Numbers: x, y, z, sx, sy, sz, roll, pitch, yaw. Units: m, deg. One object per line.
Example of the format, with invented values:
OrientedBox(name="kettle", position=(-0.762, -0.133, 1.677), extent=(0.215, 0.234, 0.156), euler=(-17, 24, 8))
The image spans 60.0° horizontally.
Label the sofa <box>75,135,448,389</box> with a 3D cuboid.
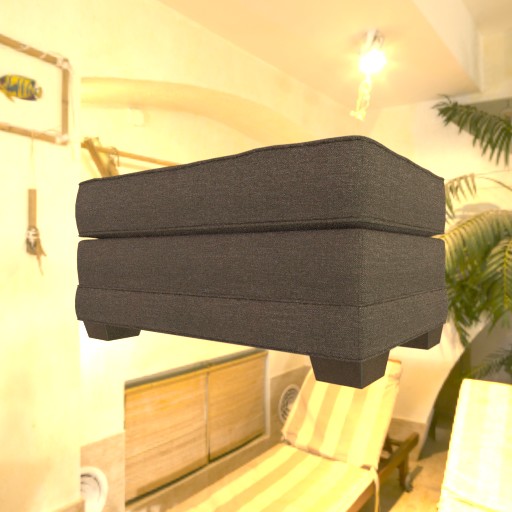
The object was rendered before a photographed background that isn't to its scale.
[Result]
OrientedBox(name="sofa", position=(0.000, 0.000, 1.199), extent=(0.854, 0.457, 0.578), euler=(0, 0, 37))
